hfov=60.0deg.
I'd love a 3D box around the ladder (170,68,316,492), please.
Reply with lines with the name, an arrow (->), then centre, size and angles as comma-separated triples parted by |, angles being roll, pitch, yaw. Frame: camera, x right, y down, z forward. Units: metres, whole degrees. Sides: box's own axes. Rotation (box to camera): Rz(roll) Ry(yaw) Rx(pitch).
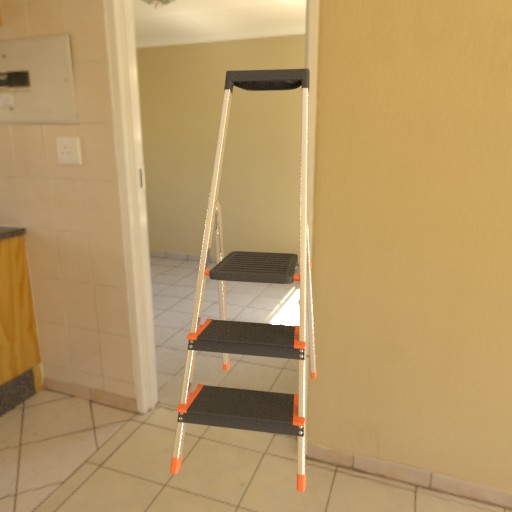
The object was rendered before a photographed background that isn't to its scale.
ladder -> 0.000, 0.000, 1.498 | 0.416, 1.229, 0.686 | 3, 15, 10
